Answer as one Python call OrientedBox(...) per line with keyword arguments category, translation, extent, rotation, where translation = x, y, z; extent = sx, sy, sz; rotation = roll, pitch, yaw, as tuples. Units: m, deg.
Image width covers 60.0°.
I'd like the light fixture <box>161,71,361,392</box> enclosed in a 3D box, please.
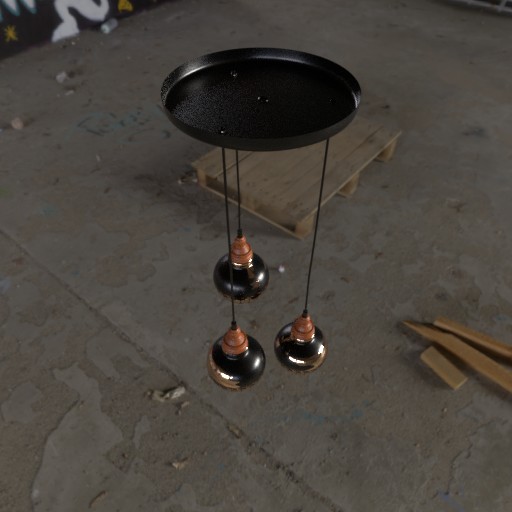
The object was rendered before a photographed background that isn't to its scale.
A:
OrientedBox(category="light fixture", translation=(0.000, 0.000, 1.763), extent=(0.608, 1.410, 0.605), rotation=(-23, 50, -21))
